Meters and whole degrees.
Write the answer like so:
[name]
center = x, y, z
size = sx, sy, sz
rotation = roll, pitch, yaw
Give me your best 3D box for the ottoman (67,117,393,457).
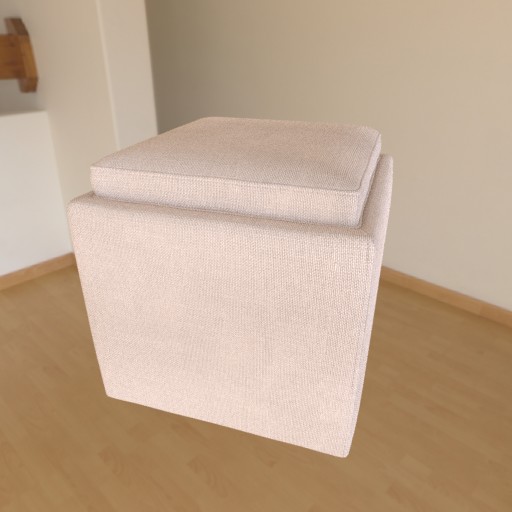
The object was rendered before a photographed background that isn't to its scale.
[ottoman]
center = 0.000, 0.000, 0.828
size = 0.451, 0.460, 0.450
rotation = 8, 28, 16
